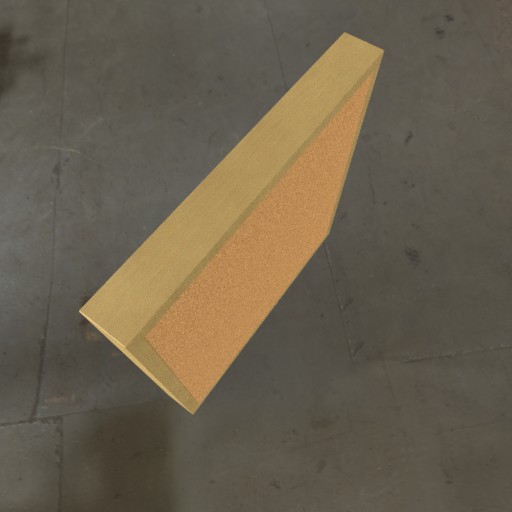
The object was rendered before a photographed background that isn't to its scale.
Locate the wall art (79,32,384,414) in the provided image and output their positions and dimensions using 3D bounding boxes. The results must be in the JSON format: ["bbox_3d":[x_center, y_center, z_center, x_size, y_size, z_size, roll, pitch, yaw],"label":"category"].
[{"bbox_3d":[0.000,0.000,0.448,0.038,0.305,0.305,33,68,15],"label":"wall art"}]
